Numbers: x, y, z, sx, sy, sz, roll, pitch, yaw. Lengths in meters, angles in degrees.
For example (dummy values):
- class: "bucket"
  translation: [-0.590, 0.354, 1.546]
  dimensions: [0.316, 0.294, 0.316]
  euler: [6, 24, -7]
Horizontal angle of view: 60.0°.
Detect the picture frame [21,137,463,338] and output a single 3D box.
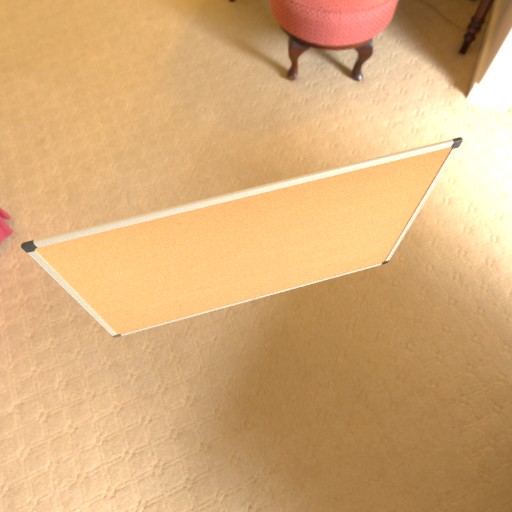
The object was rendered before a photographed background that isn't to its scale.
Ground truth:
- class: "picture frame"
  translation: [0.000, 0.000, 1.132]
  dimensions: [0.900, 0.600, 0.010]
  euler: [-15, 65, -7]
